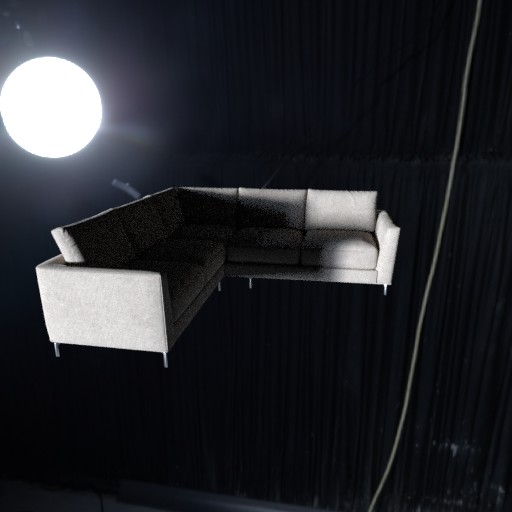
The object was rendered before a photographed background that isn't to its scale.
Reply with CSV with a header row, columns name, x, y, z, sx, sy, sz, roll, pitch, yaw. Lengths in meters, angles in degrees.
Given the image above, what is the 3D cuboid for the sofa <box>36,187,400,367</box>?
name,x,y,z,sx,sy,sz,roll,pitch,yaw
sofa,0.000,0.000,3.741,2.438,0.864,2.438,3,16,9
